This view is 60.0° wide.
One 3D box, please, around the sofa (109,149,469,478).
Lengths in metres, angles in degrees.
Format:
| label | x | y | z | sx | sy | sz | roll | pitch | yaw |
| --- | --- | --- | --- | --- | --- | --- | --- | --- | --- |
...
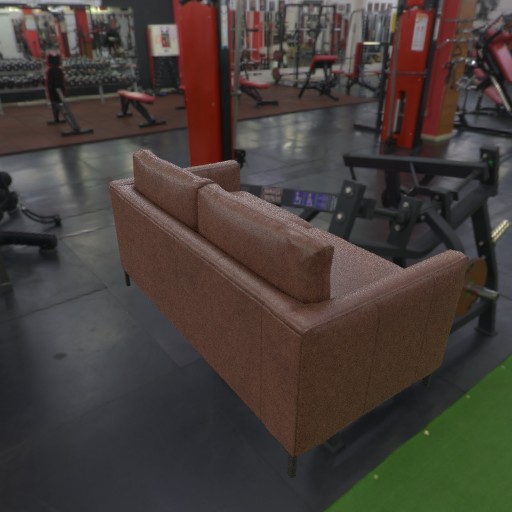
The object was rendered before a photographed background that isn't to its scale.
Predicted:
| label | x | y | z | sx | sy | sz | roll | pitch | yaw |
| --- | --- | --- | --- | --- | --- | --- | --- | --- | --- |
| sofa | 0.000 | 0.000 | 2.271 | 0.899 | 0.883 | 1.797 | -18 | 32 | -31 |
